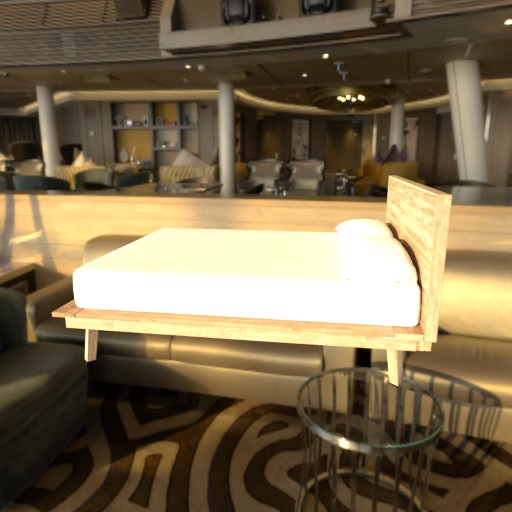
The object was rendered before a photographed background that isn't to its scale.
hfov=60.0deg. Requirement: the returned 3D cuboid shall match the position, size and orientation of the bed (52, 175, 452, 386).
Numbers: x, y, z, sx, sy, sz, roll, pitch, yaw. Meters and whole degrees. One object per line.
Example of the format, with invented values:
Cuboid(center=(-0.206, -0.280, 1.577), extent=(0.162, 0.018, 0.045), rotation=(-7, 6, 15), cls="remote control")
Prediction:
Cuboid(center=(0.000, 0.000, 3.193), extent=(2.145, 1.071, 1.759), rotation=(2, 13, 9), cls="bed")
